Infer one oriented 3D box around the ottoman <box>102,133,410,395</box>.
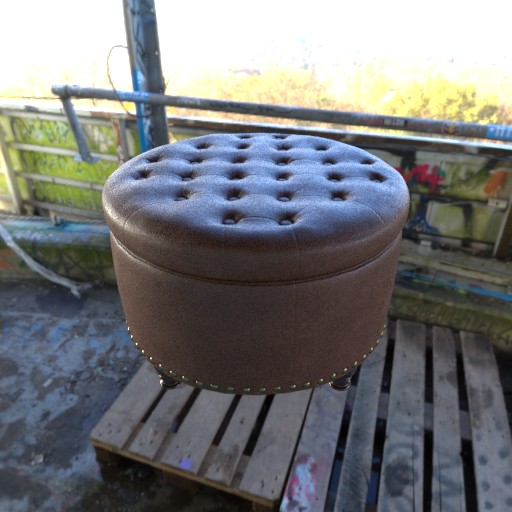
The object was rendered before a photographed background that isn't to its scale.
[{"bbox_3d":[0.000,0.000,1.049,0.637,0.442,0.637,0,31,0],"label":"ottoman"}]
